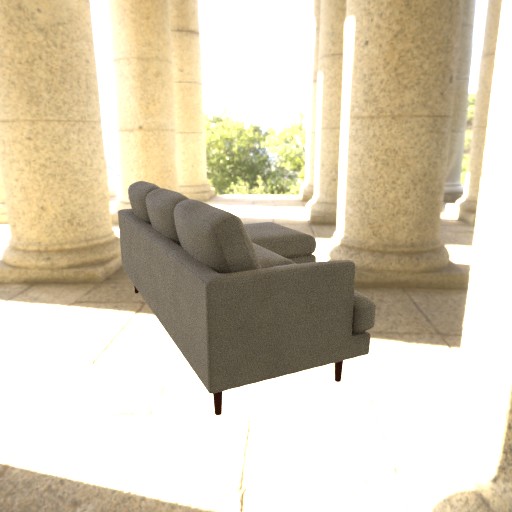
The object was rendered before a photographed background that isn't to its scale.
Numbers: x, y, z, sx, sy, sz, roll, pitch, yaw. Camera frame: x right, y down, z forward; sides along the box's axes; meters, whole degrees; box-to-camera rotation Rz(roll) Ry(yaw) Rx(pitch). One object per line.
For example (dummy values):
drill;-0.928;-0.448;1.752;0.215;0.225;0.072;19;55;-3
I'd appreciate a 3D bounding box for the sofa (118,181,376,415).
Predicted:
sofa;0.000;0.000;3.110;1.504;0.956;2.233;-7;16;-25
